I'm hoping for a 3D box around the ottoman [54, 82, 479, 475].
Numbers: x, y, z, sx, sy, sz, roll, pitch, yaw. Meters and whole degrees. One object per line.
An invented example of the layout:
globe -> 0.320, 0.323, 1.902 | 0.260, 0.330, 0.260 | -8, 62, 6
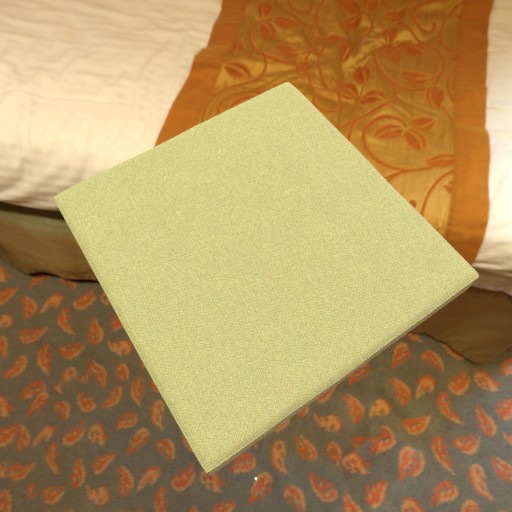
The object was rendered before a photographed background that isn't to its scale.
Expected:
ottoman -> 0.000, 0.000, 1.534 | 0.968, 0.379, 1.004 | -31, 67, -14
